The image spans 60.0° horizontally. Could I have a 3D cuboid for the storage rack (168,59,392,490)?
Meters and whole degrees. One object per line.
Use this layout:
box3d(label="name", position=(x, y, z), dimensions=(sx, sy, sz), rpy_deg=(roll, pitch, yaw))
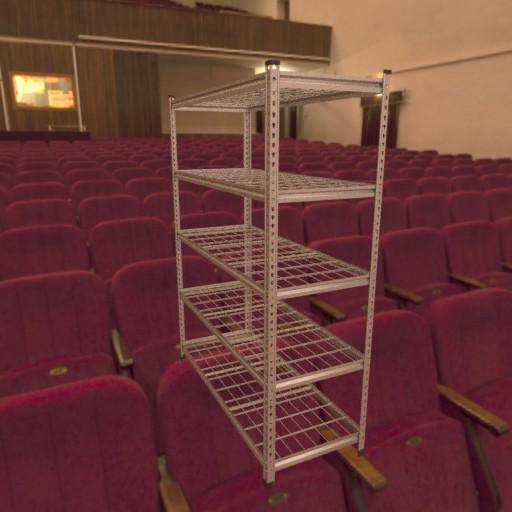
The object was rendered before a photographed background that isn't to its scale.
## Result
box3d(label="storage rack", position=(0.000, 0.000, 2.740), dimensions=(0.610, 1.981, 1.524), rpy_deg=(-7, 16, -25))
